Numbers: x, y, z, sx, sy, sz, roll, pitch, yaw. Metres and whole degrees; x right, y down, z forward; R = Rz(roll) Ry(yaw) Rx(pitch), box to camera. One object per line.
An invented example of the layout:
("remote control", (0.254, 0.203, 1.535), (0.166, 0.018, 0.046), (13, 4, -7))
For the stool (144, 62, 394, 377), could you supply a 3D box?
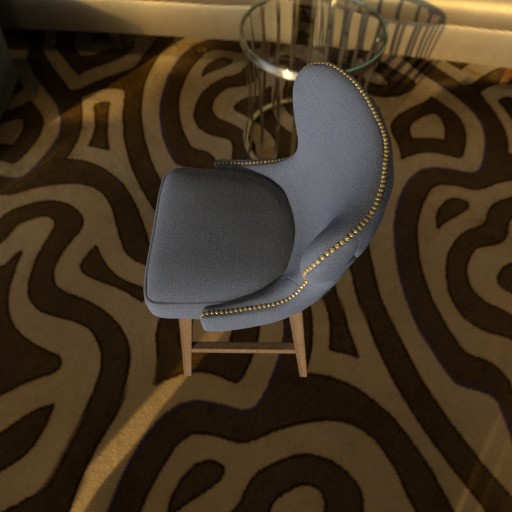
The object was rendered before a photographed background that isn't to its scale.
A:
("stool", (0.000, 0.000, 1.362), (0.597, 0.972, 0.615), (1, 58, 0))
